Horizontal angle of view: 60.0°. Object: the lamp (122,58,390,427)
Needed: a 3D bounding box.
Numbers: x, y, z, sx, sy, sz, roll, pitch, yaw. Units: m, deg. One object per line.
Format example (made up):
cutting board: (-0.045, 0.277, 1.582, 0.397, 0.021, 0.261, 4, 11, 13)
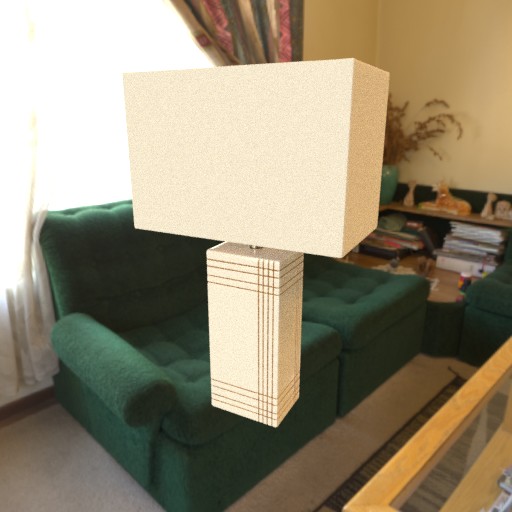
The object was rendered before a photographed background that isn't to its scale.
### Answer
lamp: (0.000, 0.000, 0.705, 0.334, 0.543, 0.182, 9, 19, 27)
